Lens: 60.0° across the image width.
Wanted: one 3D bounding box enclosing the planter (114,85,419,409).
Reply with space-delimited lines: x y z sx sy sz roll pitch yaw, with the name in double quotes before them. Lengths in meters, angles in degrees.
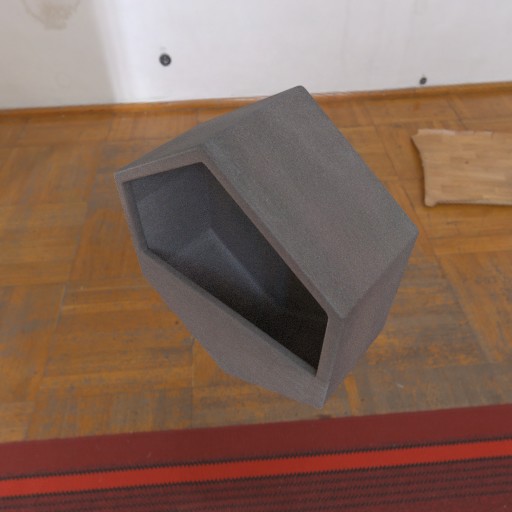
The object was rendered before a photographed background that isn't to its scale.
"planter" 0.000 0.000 0.293 0.169 0.206 0.077 32 55 26
